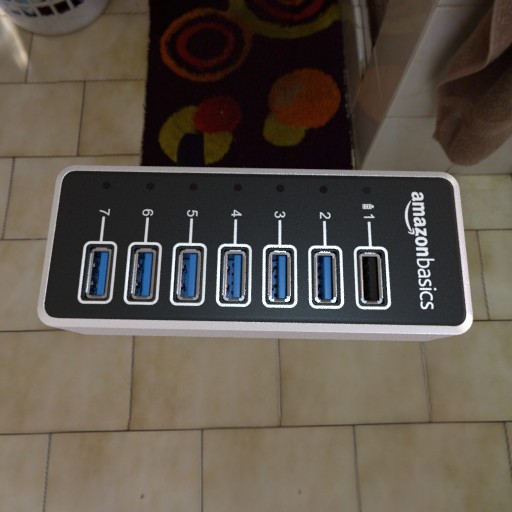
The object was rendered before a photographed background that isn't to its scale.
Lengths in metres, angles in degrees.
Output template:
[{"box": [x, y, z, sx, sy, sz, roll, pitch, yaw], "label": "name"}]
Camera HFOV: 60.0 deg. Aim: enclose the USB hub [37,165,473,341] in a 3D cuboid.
[{"box": [0.000, 0.000, 0.126, 0.110, 0.023, 0.044, 1, 75, 0], "label": "USB hub"}]
